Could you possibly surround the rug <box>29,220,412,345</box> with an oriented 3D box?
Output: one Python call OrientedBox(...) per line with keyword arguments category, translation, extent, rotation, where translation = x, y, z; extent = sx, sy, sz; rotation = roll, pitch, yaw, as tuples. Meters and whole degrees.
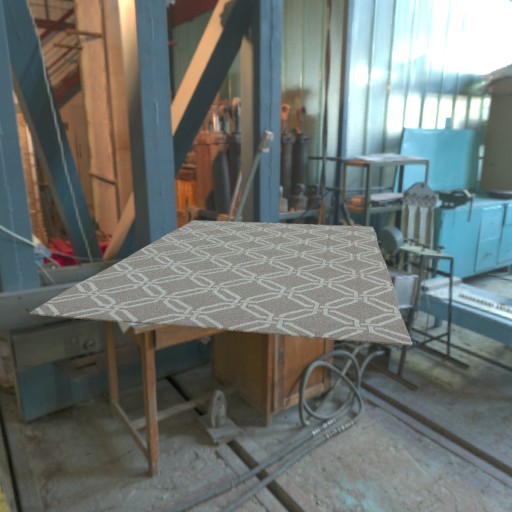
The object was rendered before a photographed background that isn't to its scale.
OrientedBox(category="rug", translation=(0.000, 0.000, 2.689), extent=(1.524, 0.013, 2.135), rotation=(3, 15, 10))
